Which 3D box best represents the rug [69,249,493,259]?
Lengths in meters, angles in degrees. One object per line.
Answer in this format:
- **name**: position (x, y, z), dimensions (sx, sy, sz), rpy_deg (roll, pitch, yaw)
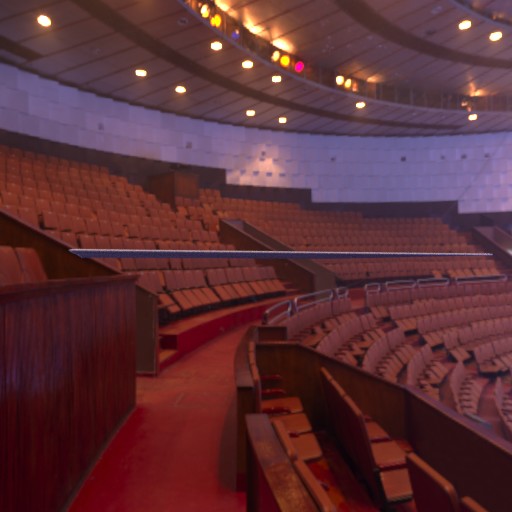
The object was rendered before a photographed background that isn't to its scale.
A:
- **rug**: position (0.000, 0.000, 3.971), dimensions (2.980, 0.012, 2.363), rpy_deg (0, -1, -20)
